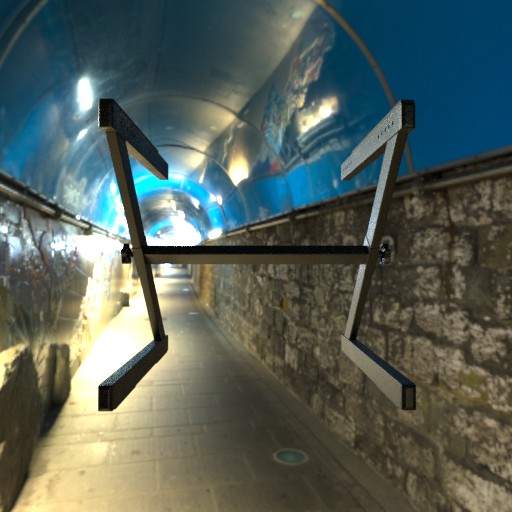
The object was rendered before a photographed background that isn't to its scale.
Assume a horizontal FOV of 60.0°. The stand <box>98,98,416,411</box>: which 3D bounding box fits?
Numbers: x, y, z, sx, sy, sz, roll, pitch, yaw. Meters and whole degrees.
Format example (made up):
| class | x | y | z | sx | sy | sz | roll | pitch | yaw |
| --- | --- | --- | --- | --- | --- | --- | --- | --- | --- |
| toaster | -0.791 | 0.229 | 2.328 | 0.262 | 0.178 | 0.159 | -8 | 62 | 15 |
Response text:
| class | x | y | z | sx | sy | sz | roll | pitch | yaw |
| --- | --- | --- | --- | --- | --- | --- | --- | --- | --- |
| stand | 0.000 | 0.000 | 1.158 | 0.700 | 0.617 | 0.586 | 0 | 0 | -1 |
